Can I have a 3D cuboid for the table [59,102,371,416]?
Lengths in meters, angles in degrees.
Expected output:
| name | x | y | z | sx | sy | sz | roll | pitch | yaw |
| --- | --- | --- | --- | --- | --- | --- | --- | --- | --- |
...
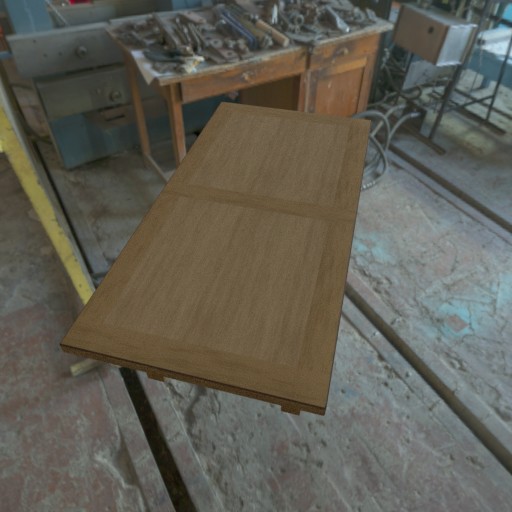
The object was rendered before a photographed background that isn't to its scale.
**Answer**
| name | x | y | z | sx | sy | sz | roll | pitch | yaw |
| --- | --- | --- | --- | --- | --- | --- | --- | --- | --- |
| table | 0.000 | 0.000 | 2.501 | 1.000 | 0.762 | 1.982 | 11 | 47 | 10 |
